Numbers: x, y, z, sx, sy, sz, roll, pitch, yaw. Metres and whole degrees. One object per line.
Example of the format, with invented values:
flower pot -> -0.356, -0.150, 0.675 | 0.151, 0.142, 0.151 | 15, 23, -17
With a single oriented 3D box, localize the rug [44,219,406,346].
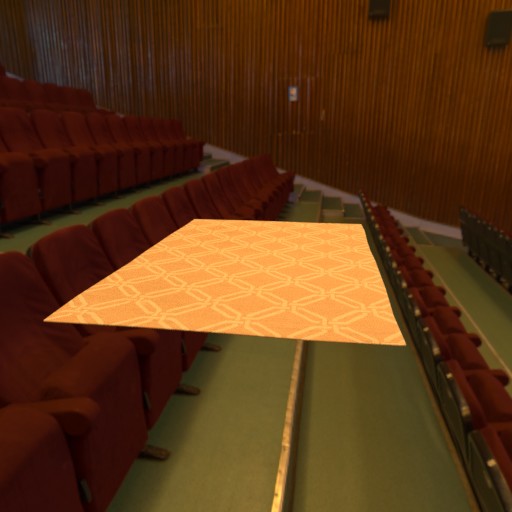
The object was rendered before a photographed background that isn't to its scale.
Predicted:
rug -> 0.000, 0.000, 2.175 | 1.146, 0.010, 1.745 | 2, 16, 8
